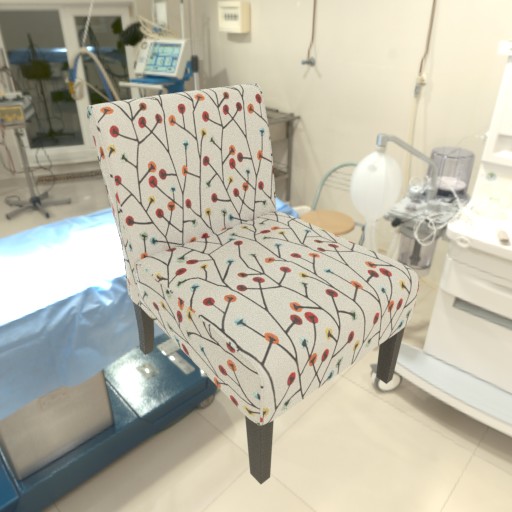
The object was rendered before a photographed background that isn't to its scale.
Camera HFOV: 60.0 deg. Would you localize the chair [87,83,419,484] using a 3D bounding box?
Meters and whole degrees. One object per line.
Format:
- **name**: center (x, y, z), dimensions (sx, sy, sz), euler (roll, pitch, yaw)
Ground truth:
- **chair**: center (0.000, 0.000, 1.282), dimensions (0.597, 0.813, 0.732), euler (-23, 37, -34)
